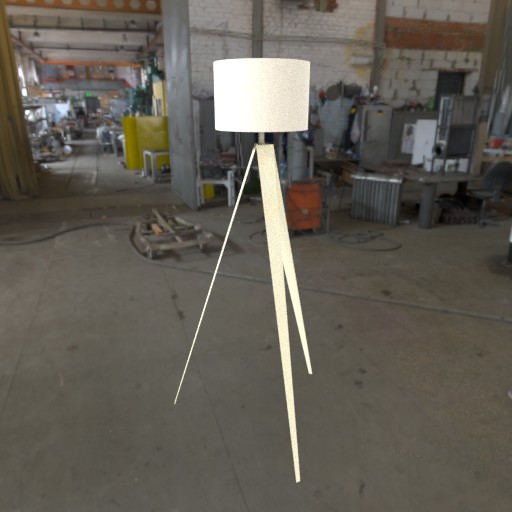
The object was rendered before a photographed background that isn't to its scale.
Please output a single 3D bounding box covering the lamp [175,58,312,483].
[{"bbox_3d":[0.000,0.000,1.915,0.724,1.524,0.716,9,21,25],"label":"lamp"}]
